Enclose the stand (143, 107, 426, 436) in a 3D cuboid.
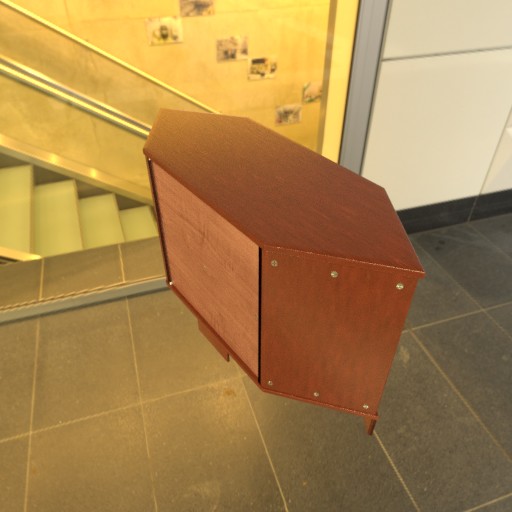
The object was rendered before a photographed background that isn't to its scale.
[{"bbox_3d":[0.000,0.000,1.376,0.381,0.614,1.072,-26,46,-28],"label":"stand"}]
